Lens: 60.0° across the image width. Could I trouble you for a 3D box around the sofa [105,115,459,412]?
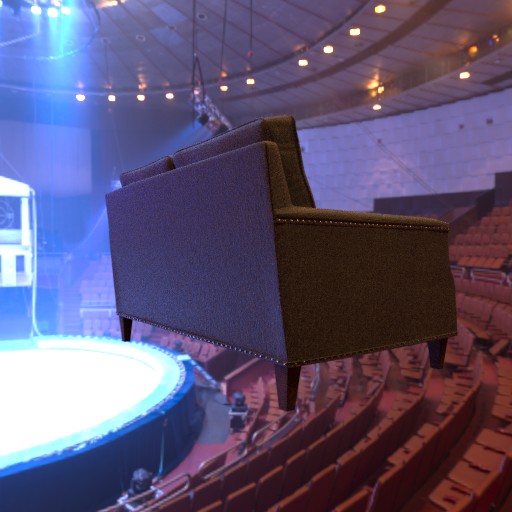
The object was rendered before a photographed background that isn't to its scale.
[{"bbox_3d":[0.000,0.000,2.271,1.084,1.003,1.597,0,0,-37],"label":"sofa"}]
